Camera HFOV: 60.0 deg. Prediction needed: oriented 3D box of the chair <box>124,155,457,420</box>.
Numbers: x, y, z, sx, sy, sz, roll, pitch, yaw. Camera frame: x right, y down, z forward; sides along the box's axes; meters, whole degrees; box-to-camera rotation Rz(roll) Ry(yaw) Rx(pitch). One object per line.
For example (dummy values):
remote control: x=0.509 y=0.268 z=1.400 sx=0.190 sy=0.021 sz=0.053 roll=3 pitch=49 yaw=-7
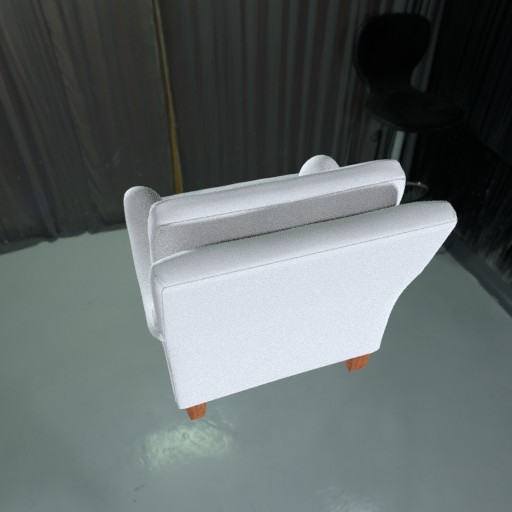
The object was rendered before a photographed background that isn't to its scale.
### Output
chair: x=0.000 y=0.000 z=1.829 sx=0.955 sy=1.038 sz=1.070 roll=-13 pitch=43 yaw=-14
